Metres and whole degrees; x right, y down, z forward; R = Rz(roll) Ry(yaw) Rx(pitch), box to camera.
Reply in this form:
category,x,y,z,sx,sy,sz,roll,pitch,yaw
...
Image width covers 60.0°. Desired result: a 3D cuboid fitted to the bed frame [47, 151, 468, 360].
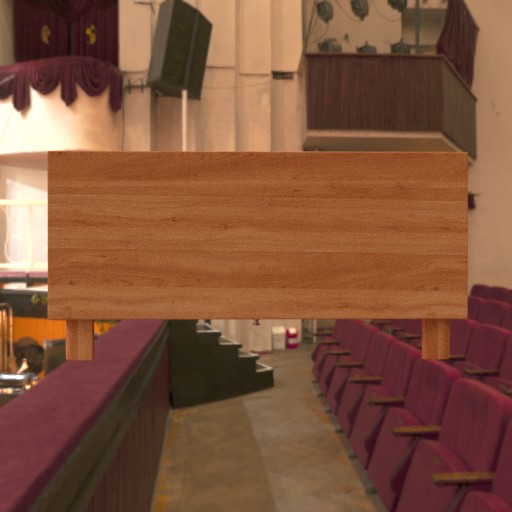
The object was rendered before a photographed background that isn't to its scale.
category,x,y,z,sx,sy,sz,roll,pitch,yaw
bed frame,0.000,0.000,3.018,1.872,0.940,2.092,0,0,-1
